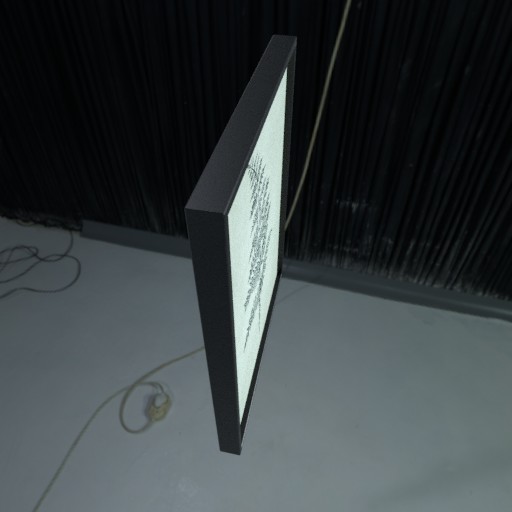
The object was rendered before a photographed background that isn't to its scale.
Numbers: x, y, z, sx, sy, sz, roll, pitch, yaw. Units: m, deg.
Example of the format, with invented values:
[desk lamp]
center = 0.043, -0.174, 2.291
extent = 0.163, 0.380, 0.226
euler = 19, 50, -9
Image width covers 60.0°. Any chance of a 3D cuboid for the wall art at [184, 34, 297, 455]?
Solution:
[wall art]
center = 0.000, 0.000, 0.748
extent = 0.039, 0.555, 0.449
euler = 9, 46, 8
